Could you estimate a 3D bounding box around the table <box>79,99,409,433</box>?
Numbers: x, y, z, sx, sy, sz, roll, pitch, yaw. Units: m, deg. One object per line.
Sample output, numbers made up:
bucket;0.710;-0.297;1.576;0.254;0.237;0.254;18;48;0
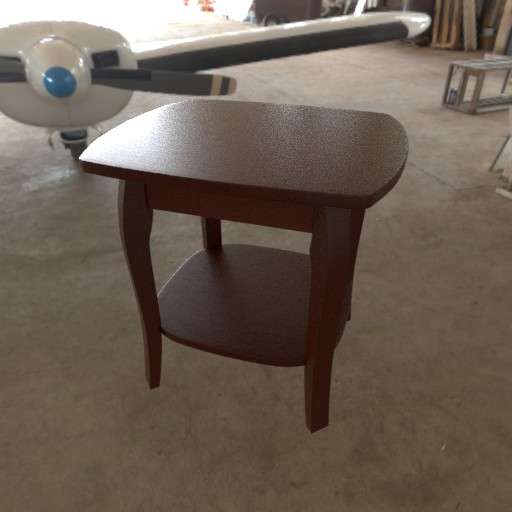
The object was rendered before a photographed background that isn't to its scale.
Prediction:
table;0.000;0.000;0.889;0.502;0.496;0.433;10;34;15
